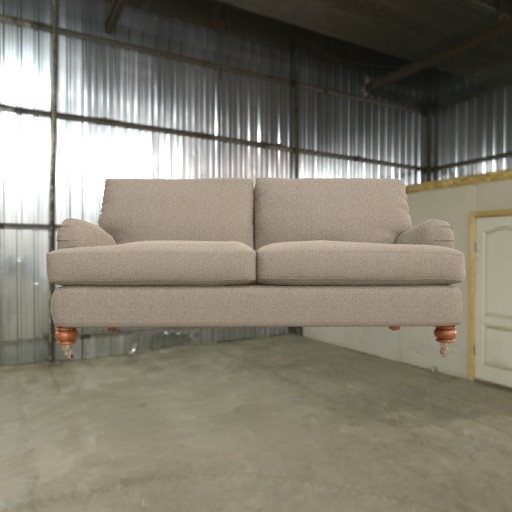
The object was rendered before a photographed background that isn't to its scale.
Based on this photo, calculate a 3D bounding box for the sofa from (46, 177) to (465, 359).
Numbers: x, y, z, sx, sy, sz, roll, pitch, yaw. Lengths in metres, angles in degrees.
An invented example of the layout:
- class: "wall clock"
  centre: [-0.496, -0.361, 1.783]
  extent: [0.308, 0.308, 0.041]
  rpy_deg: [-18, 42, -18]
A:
- class: "sofa"
  centre: [0.000, 0.000, 2.729]
  extent: [2.160, 1.054, 1.087]
  rpy_deg: [0, 1, -1]
